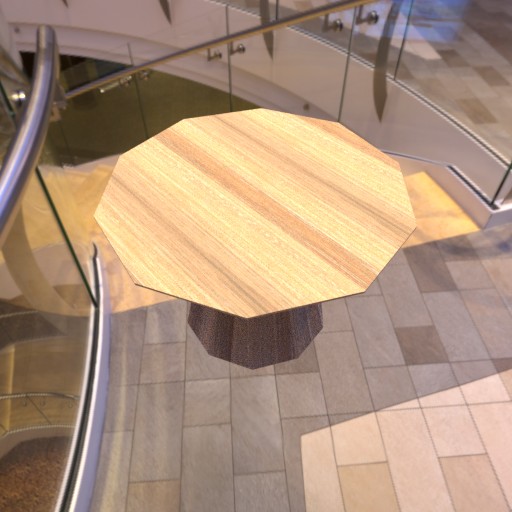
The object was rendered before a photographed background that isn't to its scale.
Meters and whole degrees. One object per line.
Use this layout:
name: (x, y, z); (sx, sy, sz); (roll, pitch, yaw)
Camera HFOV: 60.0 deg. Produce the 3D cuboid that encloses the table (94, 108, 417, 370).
table: (0.000, 0.000, 1.943); (1.186, 0.752, 1.186); (0, 47, 0)
